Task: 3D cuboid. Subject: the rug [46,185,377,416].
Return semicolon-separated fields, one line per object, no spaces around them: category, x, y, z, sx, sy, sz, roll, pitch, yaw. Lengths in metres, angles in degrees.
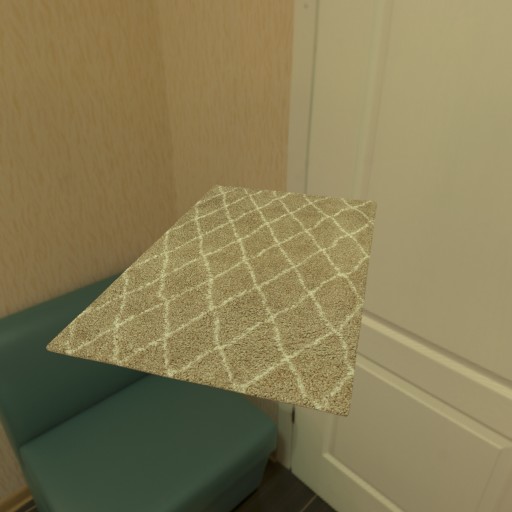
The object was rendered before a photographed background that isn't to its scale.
rug;0.000;0.000;3.081;1.524;0.030;2.438;8;30;14
